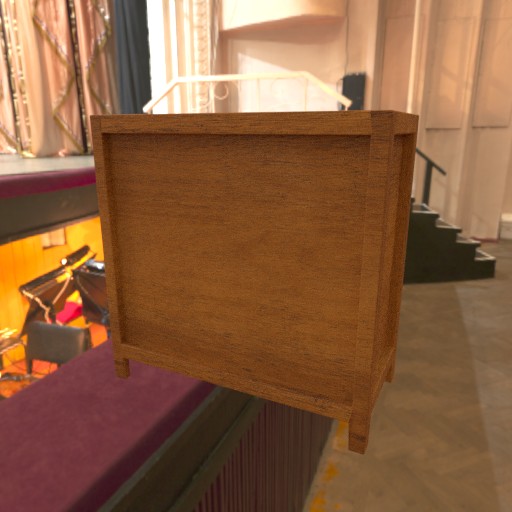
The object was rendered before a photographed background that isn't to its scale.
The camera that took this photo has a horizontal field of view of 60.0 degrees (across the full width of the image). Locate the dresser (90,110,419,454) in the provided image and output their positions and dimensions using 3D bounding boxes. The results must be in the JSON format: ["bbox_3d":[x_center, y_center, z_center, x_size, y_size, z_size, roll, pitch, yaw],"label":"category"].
[{"bbox_3d":[0.000,0.000,1.326,0.804,0.804,0.427,8,18,25],"label":"dresser"}]
